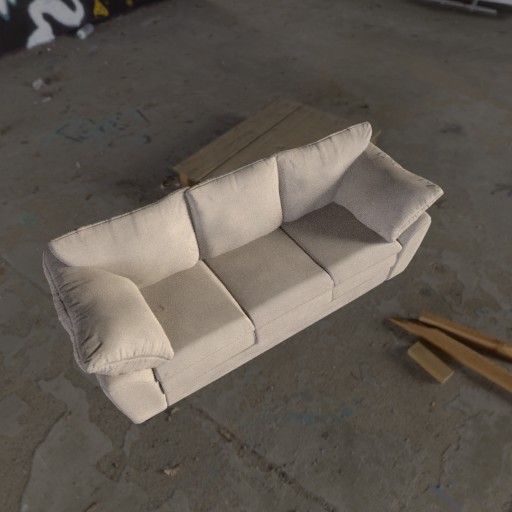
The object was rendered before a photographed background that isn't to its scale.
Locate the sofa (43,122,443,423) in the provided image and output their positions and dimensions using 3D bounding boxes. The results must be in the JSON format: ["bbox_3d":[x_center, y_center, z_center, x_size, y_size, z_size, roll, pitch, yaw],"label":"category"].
[{"bbox_3d":[0.000,0.000,2.788,2.334,0.996,0.878,-25,51,-23],"label":"sofa"}]
